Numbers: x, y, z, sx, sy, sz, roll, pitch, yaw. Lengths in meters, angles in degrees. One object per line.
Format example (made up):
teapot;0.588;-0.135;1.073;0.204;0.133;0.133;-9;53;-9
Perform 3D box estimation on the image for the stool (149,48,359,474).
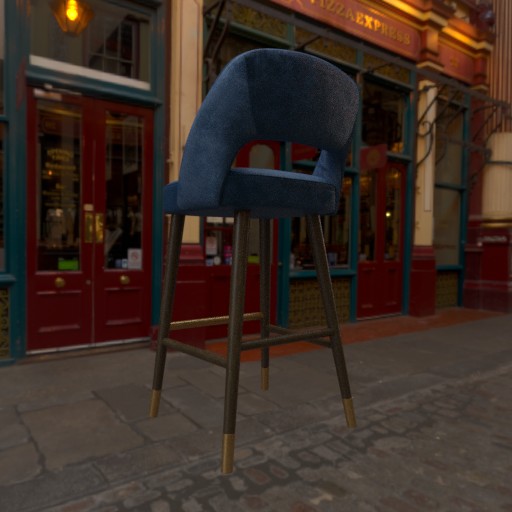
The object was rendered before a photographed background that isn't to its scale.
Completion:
stool;0.000;0.000;1.320;0.514;1.016;0.515;-1;2;-36
